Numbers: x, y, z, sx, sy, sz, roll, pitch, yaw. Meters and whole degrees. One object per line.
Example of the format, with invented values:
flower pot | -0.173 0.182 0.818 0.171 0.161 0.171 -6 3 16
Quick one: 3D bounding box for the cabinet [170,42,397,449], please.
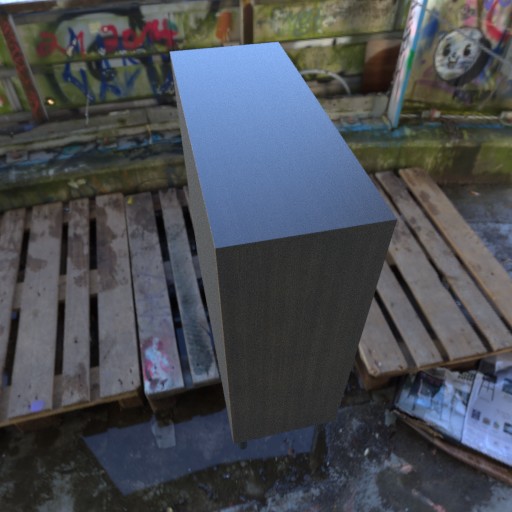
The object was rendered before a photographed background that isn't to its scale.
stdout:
cabinet | 0.000 0.000 1.693 0.400 1.170 1.010 -9 47 -9
